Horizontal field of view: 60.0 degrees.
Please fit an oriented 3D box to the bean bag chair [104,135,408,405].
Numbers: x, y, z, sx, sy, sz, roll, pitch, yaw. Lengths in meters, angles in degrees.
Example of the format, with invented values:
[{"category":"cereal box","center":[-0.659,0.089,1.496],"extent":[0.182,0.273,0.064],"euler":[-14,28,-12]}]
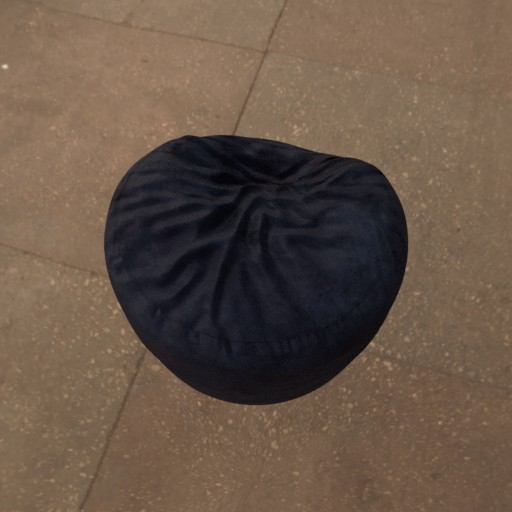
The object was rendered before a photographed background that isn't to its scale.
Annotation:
[{"category":"bean bag chair","center":[0.000,0.000,1.488],"extent":[0.918,0.616,0.918],"euler":[0,63,0]}]
